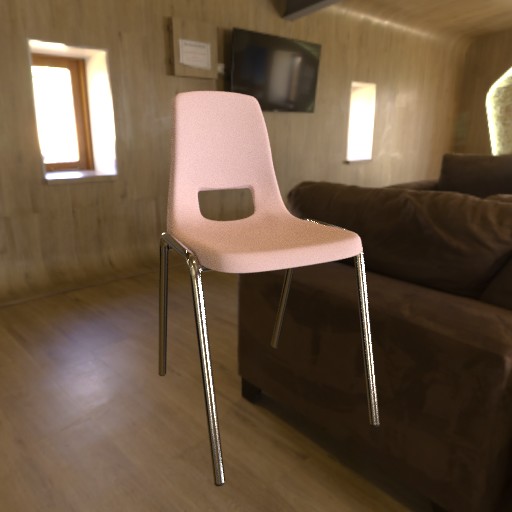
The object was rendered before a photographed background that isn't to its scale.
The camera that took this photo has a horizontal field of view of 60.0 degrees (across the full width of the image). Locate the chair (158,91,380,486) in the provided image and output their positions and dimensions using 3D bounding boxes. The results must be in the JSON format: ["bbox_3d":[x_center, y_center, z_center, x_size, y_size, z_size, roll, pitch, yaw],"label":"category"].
[{"bbox_3d":[0.000,0.000,0.959,0.381,0.704,0.436,-8,17,-26],"label":"chair"}]
